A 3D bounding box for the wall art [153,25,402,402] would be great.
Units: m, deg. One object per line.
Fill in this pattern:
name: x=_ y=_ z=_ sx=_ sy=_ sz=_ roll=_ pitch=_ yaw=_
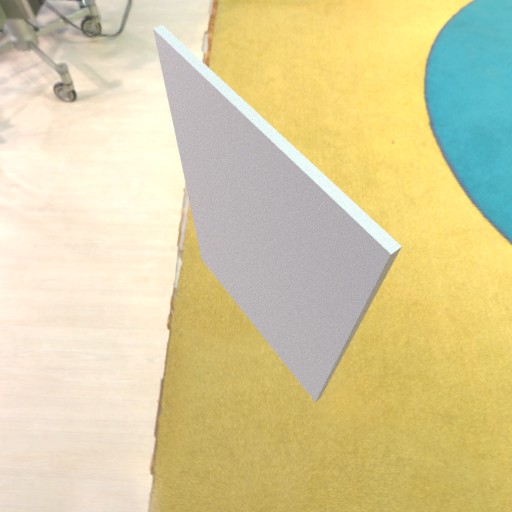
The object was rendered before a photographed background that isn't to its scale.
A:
wall art: x=0.000 y=0.000 z=0.667 sx=0.013 sy=0.533 sz=0.381 roll=-33 pitch=65 yaw=-18
